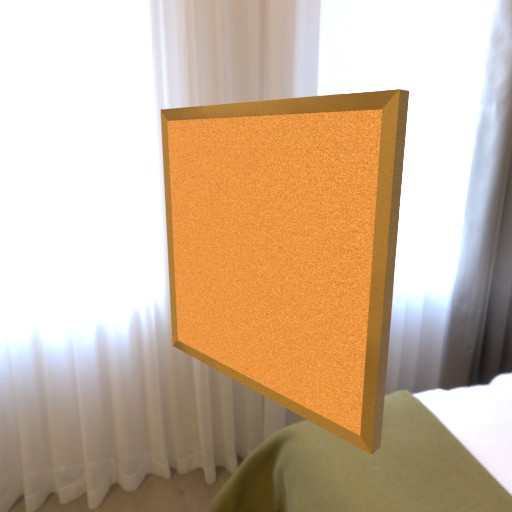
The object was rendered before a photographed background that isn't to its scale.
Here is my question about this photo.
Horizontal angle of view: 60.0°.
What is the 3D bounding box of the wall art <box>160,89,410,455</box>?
[{"bbox_3d":[0.000,0.000,1.158,0.038,0.762,0.762,-14,20,-43],"label":"wall art"}]
